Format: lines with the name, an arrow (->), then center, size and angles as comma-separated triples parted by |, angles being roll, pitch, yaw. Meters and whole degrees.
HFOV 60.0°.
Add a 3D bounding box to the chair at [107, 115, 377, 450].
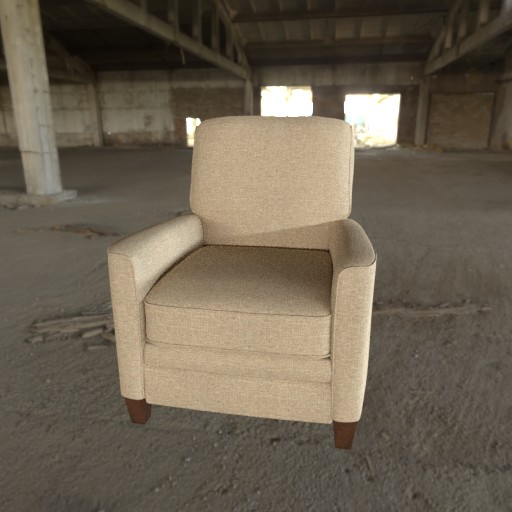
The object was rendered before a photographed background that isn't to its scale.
chair -> 0.000, 0.000, 1.682 | 0.841, 1.028, 0.858 | 3, 17, 10
